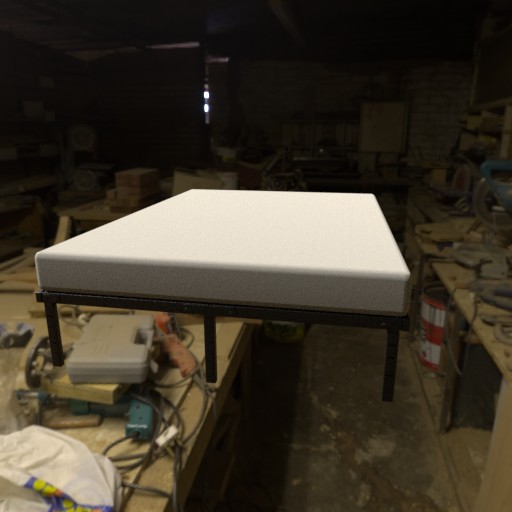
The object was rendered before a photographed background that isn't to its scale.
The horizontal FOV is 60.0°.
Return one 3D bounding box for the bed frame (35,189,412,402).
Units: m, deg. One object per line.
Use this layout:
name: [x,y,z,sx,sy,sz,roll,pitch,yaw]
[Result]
bed frame: [0.000,0.000,3.529,1.990,0.680,2.635,3,16,10]
